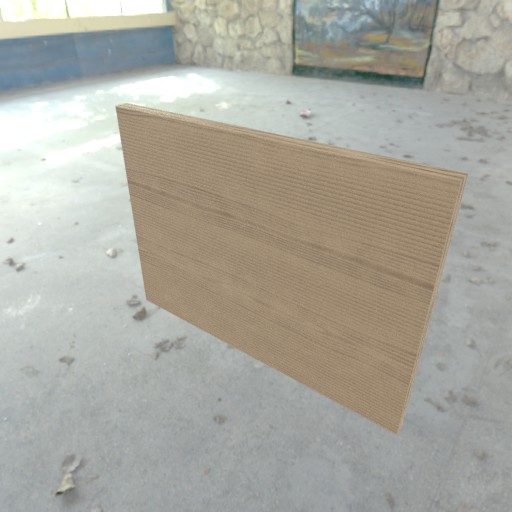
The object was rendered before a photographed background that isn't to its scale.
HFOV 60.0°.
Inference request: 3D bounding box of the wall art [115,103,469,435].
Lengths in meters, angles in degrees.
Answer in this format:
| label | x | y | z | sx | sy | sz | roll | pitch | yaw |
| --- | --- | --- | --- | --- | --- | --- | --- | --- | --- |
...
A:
| label | x | y | z | sx | sy | sz | roll | pitch | yaw |
| --- | --- | --- | --- | --- | --- | --- | --- | --- | --- |
| wall art | 0.000 | 0.000 | 1.080 | 0.841 | 0.609 | 0.063 | 21 | 37 | 31 |
